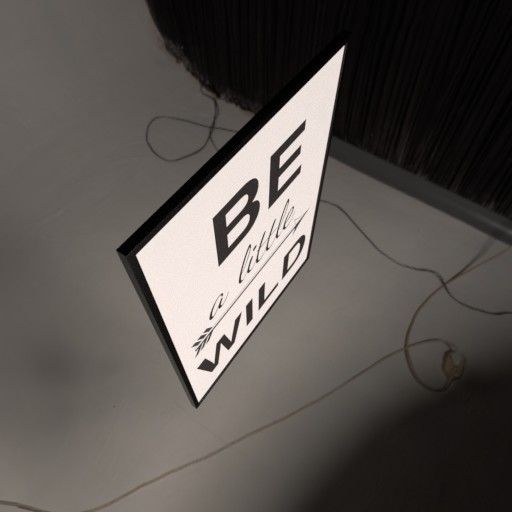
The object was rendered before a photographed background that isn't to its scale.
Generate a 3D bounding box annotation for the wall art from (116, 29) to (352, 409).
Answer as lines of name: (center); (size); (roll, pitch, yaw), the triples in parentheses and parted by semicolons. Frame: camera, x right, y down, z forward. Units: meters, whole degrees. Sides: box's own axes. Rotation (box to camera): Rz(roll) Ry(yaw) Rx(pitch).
wall art: (0.000, 0.000, 0.757); (0.013, 0.582, 0.442); (30, 63, 18)
